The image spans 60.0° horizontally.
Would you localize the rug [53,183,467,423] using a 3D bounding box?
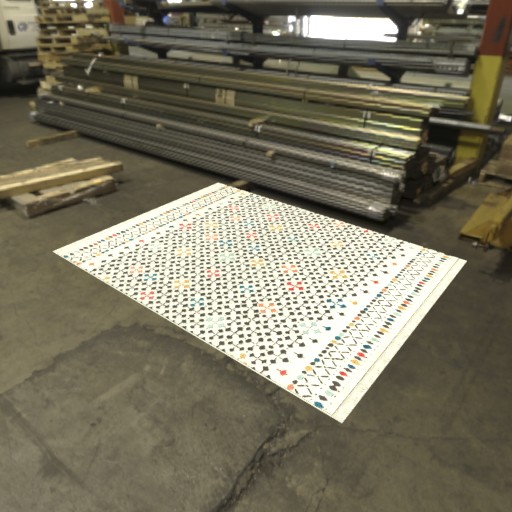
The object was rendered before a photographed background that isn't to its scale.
[{"bbox_3d":[0.000,0.000,2.066,1.556,0.006,1.146,22,37,33],"label":"rug"}]
